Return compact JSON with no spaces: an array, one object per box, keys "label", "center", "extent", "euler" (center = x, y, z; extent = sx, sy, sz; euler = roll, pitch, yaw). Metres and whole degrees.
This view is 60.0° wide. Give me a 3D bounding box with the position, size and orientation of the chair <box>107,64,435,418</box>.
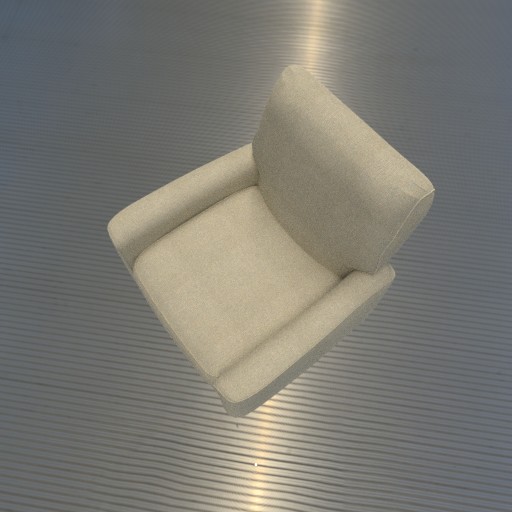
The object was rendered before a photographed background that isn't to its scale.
[{"label":"chair","center":[0.000,0.000,1.684],"extent":[0.853,1.006,0.850],"euler":[-35,70,-15]}]
